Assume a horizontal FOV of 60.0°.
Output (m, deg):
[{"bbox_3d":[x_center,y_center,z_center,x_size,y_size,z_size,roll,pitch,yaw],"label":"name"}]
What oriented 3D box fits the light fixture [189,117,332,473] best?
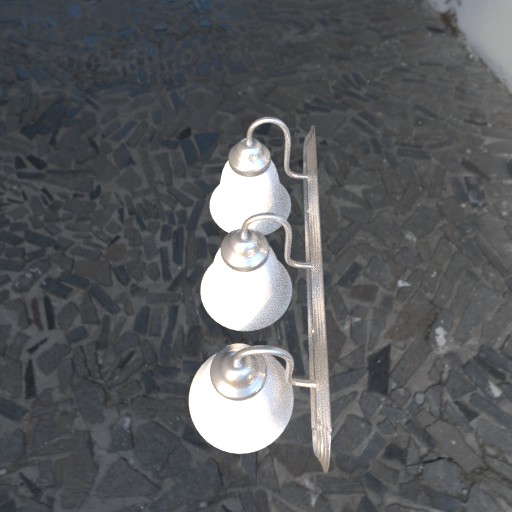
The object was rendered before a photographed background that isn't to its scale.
[{"bbox_3d":[0.000,0.000,0.703,0.199,0.222,0.610,1,58,1],"label":"light fixture"}]
